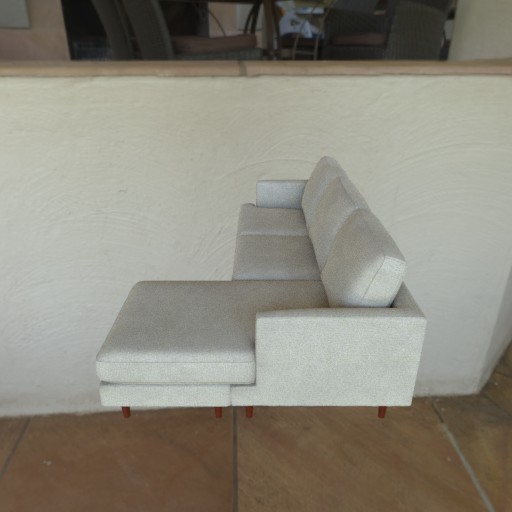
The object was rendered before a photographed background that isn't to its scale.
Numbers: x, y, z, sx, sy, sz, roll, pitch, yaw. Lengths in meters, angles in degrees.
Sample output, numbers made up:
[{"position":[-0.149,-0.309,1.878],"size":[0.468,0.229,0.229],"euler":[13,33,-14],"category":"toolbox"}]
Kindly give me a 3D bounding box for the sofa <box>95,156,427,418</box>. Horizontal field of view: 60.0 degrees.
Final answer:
[{"position":[0.000,0.000,3.021],"size":[1.504,0.956,2.233],"euler":[0,25,0],"category":"sofa"}]
